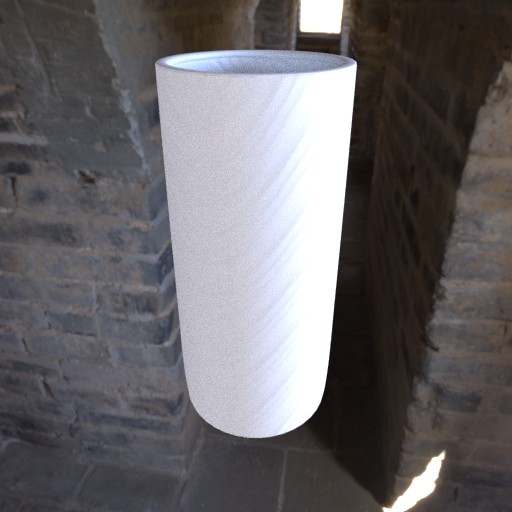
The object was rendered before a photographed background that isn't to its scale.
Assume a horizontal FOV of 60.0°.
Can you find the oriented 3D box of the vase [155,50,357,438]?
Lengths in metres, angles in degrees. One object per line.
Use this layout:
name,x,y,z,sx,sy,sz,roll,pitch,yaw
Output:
vase,0.000,0.000,0.387,0.143,0.316,0.143,0,30,0
